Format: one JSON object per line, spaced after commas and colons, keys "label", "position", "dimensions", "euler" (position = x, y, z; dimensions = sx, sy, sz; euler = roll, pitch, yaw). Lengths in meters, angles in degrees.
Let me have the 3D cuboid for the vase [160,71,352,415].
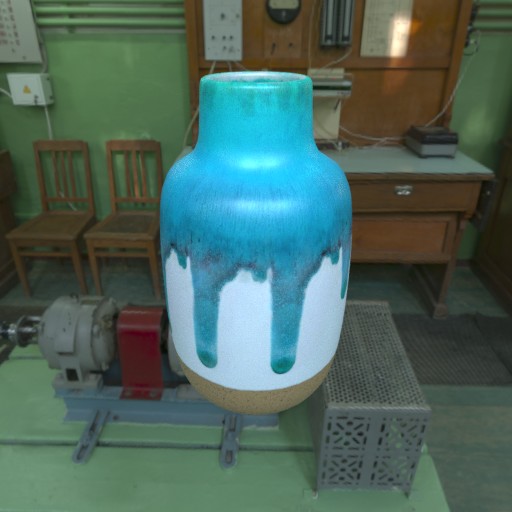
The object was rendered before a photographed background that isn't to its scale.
{"label": "vase", "position": [0.000, 0.000, 0.254], "dimensions": [0.106, 0.192, 0.106], "euler": [0, 28, 0]}
